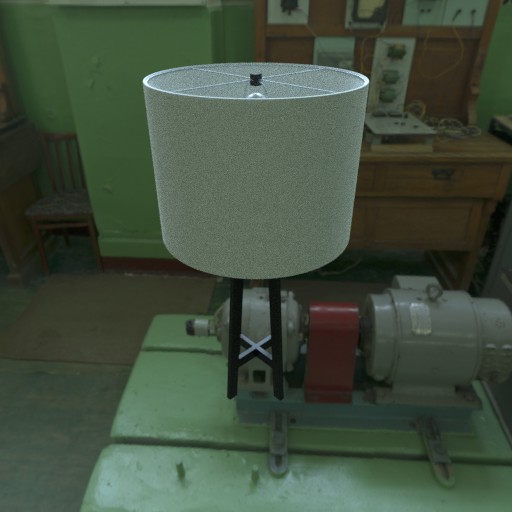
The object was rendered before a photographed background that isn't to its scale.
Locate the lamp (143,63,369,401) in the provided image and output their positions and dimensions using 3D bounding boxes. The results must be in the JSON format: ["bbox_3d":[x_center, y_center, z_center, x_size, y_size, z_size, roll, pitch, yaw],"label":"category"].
[{"bbox_3d":[0.000,0.000,0.637,0.257,0.489,0.257,1,30,1],"label":"lamp"}]
